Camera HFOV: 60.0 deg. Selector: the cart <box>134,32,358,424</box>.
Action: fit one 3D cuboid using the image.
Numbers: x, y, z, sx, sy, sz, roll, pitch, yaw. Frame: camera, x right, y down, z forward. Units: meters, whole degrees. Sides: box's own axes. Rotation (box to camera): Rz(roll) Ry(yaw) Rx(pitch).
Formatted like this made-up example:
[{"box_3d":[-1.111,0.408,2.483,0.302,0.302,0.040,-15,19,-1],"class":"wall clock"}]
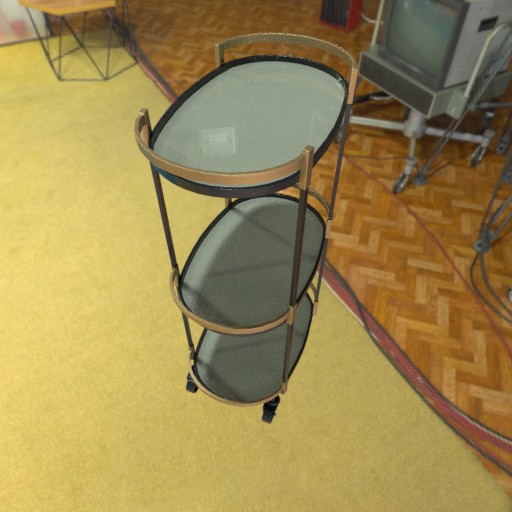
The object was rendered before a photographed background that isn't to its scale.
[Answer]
[{"box_3d":[0.000,0.000,1.111,0.311,0.885,0.515,17,50,15],"class":"cart"}]
